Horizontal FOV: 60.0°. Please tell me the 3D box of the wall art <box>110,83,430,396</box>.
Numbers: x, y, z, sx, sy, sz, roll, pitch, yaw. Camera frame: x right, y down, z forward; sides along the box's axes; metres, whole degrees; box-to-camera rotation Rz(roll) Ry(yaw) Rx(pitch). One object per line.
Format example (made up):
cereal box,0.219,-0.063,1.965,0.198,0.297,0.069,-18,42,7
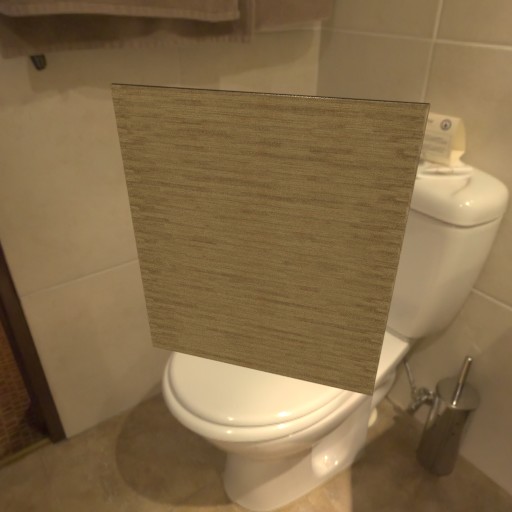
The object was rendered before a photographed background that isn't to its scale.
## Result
wall art,0.000,0.000,0.793,0.483,0.559,0.009,9,33,14
